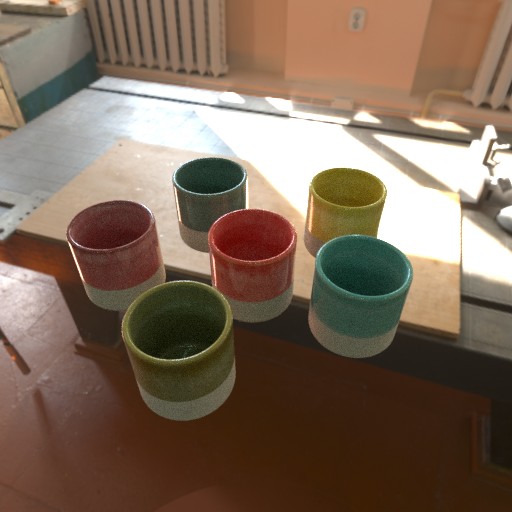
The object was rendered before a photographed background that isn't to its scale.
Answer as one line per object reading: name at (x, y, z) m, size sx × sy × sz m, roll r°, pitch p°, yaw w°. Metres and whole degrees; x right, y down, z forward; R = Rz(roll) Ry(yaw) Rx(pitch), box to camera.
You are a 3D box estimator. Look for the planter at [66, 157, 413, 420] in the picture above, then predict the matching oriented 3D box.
planter at (0.000, 0.000, 0.407) m, size 0.286 × 0.075 × 0.257 m, roll -26°, pitch 48°, yaw -26°
